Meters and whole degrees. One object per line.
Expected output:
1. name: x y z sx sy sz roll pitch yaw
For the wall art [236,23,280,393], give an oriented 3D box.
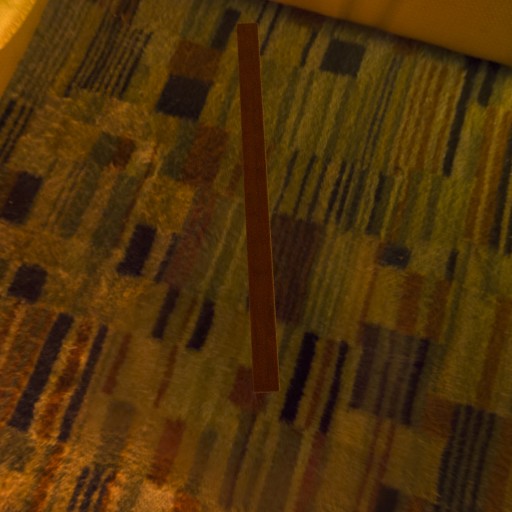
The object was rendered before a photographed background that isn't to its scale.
1. wall art: 0.000 0.000 1.138 0.037 0.914 0.610 -3 77 -1
